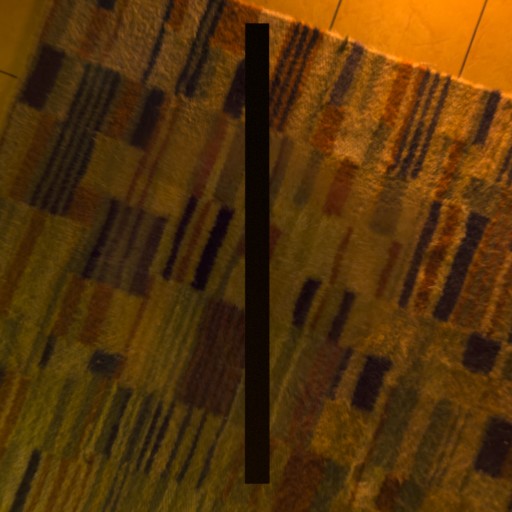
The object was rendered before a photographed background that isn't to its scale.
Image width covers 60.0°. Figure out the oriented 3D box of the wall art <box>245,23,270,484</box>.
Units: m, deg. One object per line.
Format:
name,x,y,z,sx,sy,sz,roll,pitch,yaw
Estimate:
wall art,0.000,0.000,0.748,0.028,0.511,0.513,0,89,0
